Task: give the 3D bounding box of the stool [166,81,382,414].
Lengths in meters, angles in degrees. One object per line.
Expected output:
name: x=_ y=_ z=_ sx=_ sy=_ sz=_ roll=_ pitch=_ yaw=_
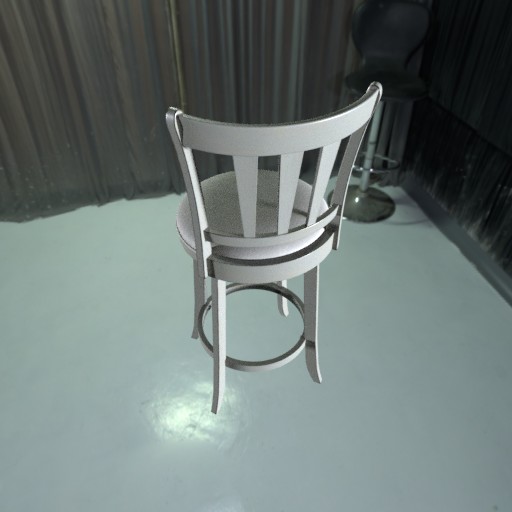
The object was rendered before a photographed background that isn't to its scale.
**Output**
stool: x=0.000 y=0.000 z=1.279 sx=0.436 sy=1.042 sz=0.475 roll=-12 pitch=42 yaw=-13
